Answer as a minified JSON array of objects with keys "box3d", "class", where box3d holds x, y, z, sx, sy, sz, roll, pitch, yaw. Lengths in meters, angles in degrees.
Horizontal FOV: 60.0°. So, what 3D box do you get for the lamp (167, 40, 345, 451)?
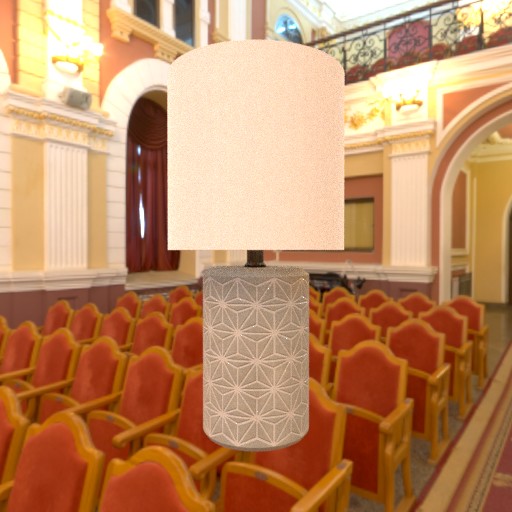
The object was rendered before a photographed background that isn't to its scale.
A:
[{"box3d":[0.000,0.000,0.529,0.206,0.416,0.206,1,1,36],"class":"lamp"}]
